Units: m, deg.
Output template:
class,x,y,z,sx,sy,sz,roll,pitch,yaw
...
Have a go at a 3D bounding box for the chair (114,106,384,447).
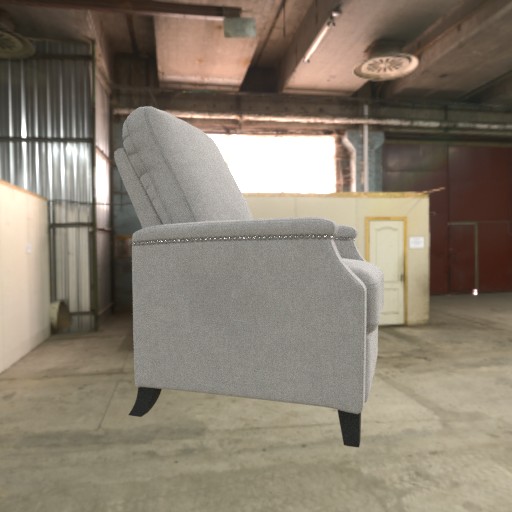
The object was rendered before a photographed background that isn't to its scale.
class,x,y,z,sx,sy,sz,roll,pitch,yaw
chair,0.000,0.000,1.678,0.922,1.049,0.710,1,2,18
